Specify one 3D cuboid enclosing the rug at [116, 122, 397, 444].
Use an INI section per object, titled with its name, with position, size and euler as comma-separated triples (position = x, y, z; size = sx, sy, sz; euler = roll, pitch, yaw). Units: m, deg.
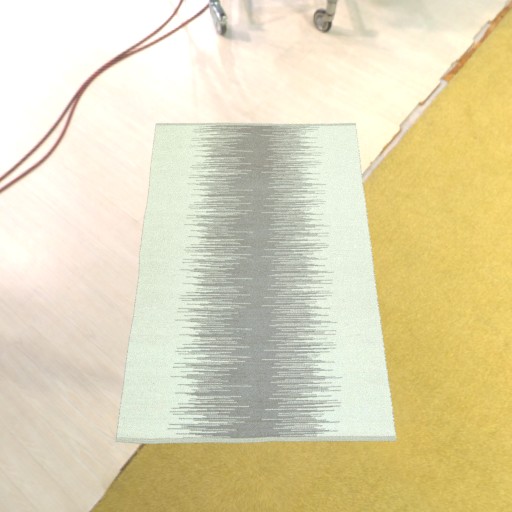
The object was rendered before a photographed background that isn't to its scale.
[rug]
position = 0.000, 0.000, 2.322
size = 1.226, 0.007, 1.815
euler = 0, 64, 0
